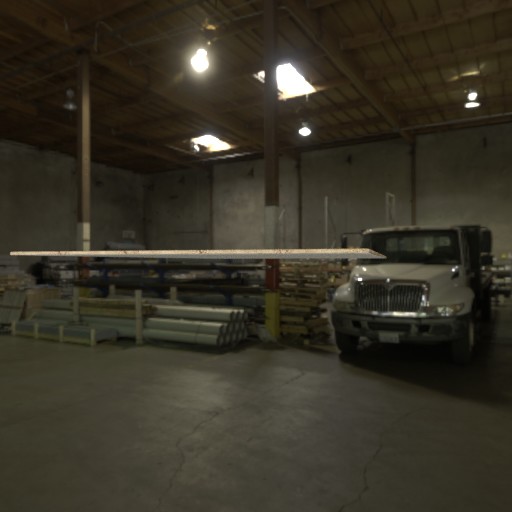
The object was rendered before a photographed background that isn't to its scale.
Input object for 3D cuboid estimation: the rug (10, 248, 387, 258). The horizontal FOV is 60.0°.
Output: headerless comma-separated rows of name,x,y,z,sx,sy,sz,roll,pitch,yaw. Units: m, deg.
rug,0.000,0.000,2.797,1.528,0.014,2.292,0,-1,18
